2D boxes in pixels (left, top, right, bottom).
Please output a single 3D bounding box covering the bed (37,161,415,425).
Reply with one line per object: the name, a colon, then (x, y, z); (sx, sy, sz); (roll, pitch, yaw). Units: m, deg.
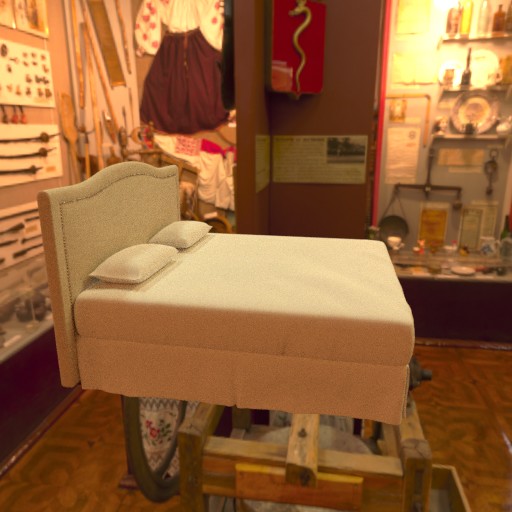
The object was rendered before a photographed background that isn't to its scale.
bed: (0.000, 0.000, 3.478); (2.182, 1.421, 2.083); (3, 16, 10)
